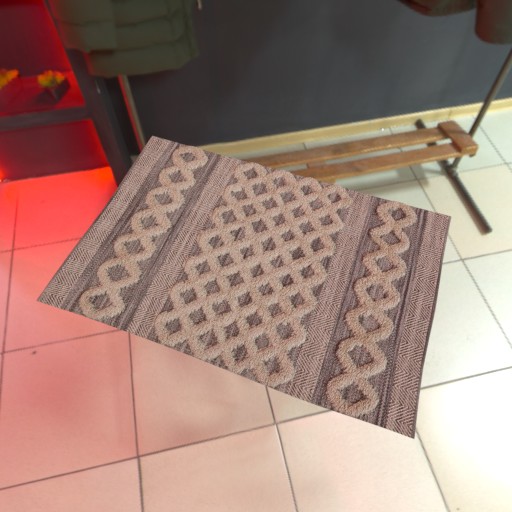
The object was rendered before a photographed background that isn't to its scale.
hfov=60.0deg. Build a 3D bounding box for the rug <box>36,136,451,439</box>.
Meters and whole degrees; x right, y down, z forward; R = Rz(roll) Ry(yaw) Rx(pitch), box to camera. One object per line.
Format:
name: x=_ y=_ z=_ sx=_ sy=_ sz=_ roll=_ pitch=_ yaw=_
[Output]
rug: x=0.000 y=0.000 z=2.273 sx=1.823 sy=0.030 sz=1.222 roll=17 pitch=59 yaw=11
